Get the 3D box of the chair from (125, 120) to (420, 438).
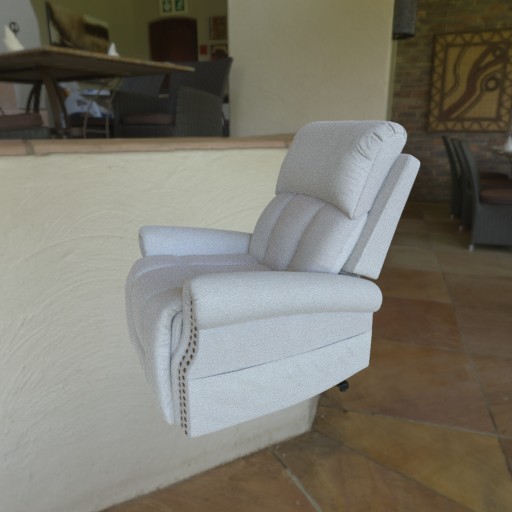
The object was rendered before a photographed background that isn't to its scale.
[{"bbox_3d":[0.000,0.000,1.762,0.979,1.031,0.871,-7,18,-24],"label":"chair"}]
